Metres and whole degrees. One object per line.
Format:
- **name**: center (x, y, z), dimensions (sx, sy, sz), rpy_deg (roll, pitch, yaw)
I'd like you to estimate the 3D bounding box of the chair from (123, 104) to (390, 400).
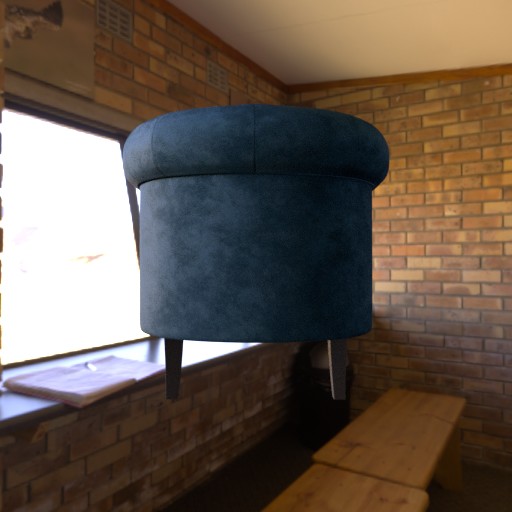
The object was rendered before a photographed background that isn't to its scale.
- **chair**: center (0.000, 0.000, 1.552), dimensions (0.904, 0.826, 0.851), rpy_deg (0, 0, 0)
